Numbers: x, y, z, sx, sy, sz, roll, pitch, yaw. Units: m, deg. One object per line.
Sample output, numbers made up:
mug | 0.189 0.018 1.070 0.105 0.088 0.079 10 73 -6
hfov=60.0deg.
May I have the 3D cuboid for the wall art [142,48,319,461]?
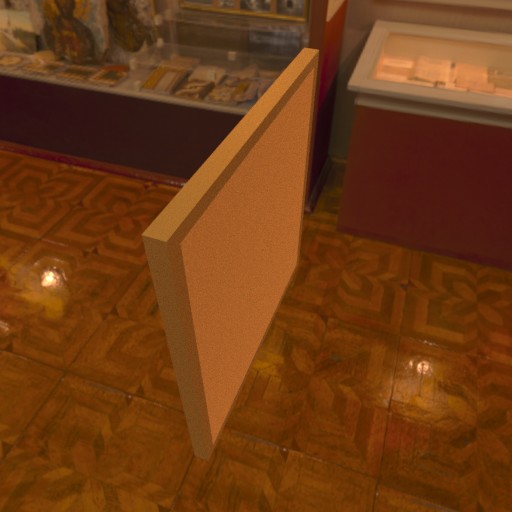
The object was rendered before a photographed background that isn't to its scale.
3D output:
wall art | 0.000 0.000 2.847 0.099 1.926 1.926 15 46 15
